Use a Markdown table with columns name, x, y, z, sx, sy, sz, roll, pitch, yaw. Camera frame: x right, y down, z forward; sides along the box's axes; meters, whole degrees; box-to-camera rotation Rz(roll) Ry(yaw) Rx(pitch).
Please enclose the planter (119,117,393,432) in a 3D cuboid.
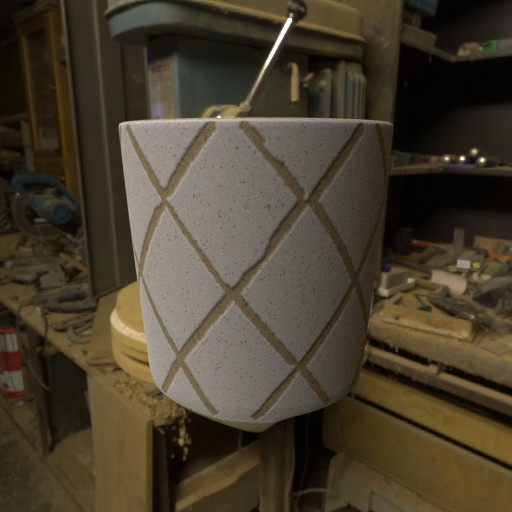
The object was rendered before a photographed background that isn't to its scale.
| name | x | y | z | sx | sy | sz | roll | pitch | yaw |
| --- | --- | --- | --- | --- | --- | --- | --- | --- | --- |
| planter | 0.000 | 0.000 | 0.412 | 0.228 | 0.235 | 0.228 | 0 | 14 | 0 |
